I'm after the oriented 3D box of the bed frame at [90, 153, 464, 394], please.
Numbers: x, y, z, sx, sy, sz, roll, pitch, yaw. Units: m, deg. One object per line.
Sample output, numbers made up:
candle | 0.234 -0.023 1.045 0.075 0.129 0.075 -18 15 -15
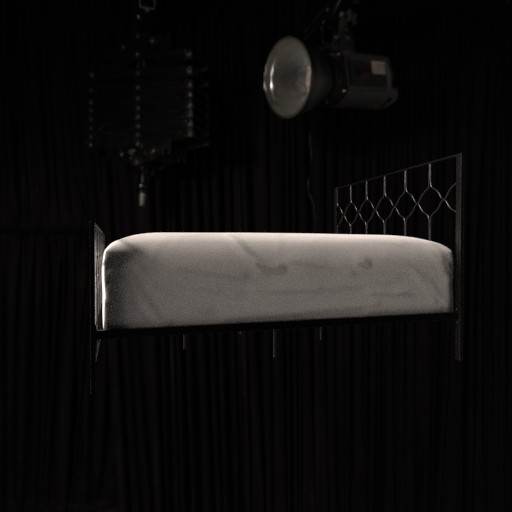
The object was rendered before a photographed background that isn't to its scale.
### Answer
bed frame | 0.000 0.000 3.066 2.063 1.222 1.597 0 1 -17
